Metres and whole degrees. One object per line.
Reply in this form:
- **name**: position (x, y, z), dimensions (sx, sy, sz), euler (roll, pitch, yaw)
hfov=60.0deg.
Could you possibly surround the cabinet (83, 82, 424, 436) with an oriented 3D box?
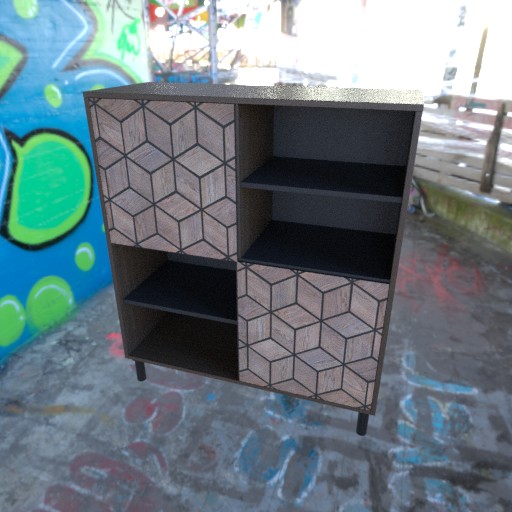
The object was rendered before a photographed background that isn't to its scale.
- **cabinet**: position (0.000, 0.000, 1.667), dimensions (1.010, 1.170, 0.400), euler (8, 27, 16)
